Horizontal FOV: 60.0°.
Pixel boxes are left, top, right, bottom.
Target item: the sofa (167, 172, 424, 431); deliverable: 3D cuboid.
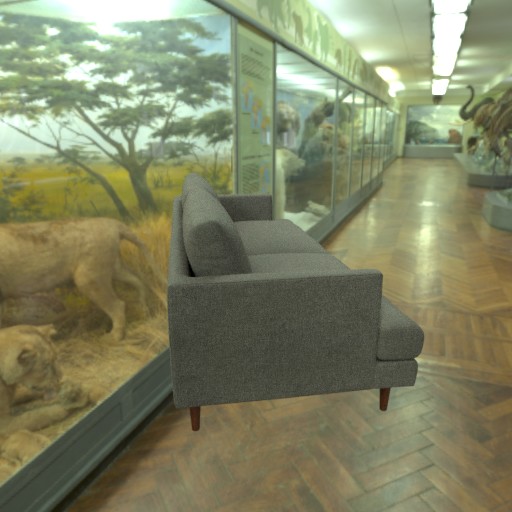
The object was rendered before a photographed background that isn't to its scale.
[{"bbox_3d":[0.000,0.000,2.761,1.020,0.868,2.250,-3,16,-9],"label":"sofa"}]
